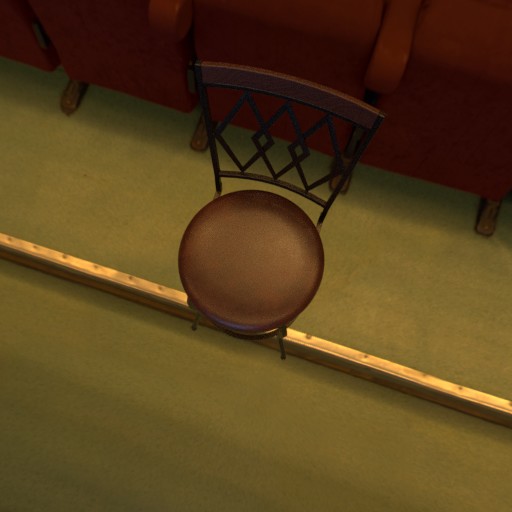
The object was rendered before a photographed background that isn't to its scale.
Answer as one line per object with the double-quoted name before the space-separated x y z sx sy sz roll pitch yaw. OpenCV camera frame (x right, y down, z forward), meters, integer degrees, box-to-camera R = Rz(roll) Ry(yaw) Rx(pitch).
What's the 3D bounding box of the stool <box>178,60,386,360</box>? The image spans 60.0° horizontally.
"stool" 0.000 0.000 1.416 0.432 1.134 0.521 17 76 4
